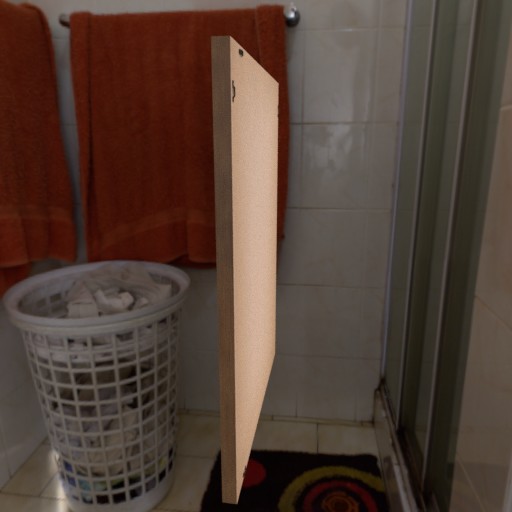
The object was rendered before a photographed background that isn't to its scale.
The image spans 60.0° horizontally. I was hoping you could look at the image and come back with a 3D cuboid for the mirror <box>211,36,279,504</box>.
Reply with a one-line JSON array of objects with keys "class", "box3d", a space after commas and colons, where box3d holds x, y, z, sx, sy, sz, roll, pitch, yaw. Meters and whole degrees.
[{"class": "mirror", "box3d": [0.000, 0.000, 1.284, 0.040, 1.016, 0.762, 2, 15, 9]}]
